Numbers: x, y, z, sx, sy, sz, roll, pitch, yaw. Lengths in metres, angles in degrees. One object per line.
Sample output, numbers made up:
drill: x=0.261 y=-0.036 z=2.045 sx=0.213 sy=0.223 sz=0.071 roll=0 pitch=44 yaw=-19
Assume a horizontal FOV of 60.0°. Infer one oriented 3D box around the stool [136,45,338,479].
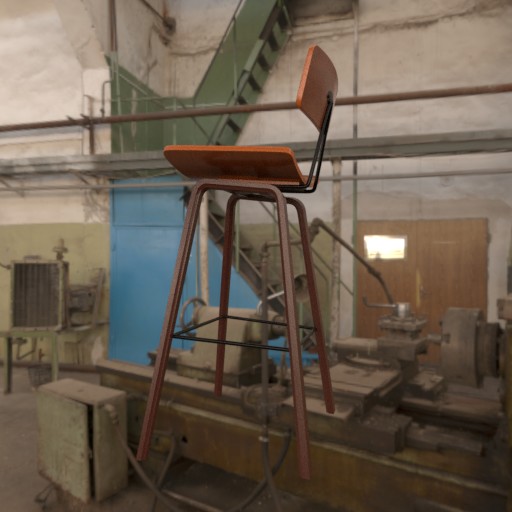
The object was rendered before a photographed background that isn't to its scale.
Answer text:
stool: x=0.000 y=0.000 z=1.228 sx=0.440 sy=0.969 sz=0.509 roll=0 pitch=1 yaw=17
